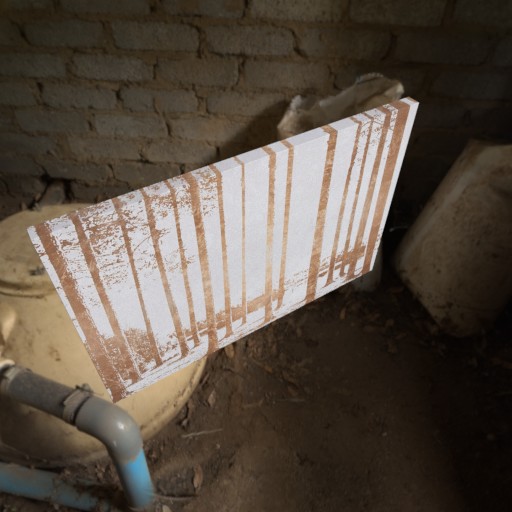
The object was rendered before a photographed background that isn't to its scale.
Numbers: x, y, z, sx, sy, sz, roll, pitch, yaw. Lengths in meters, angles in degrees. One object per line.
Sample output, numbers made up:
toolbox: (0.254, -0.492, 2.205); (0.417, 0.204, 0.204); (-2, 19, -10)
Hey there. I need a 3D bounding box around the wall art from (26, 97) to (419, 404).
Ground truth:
wall art: (0.000, 0.000, 1.142); (0.914, 0.609, 0.035); (-24, 51, -21)
